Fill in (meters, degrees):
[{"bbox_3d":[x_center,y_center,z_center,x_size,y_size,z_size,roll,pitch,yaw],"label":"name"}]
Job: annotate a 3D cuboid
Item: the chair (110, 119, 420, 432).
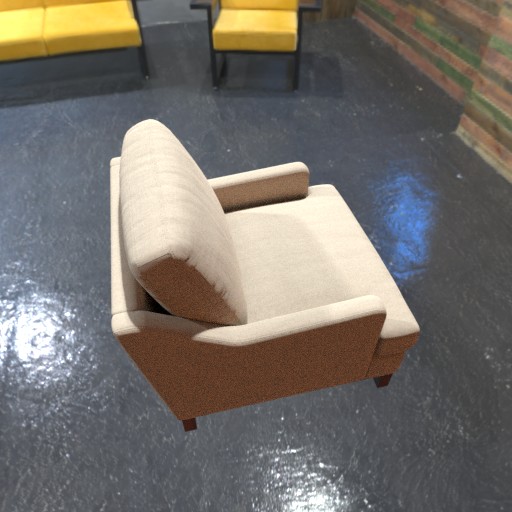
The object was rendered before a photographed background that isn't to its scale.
[{"bbox_3d":[0.000,0.000,1.737,1.001,0.916,0.912,-10,46,-9],"label":"chair"}]
